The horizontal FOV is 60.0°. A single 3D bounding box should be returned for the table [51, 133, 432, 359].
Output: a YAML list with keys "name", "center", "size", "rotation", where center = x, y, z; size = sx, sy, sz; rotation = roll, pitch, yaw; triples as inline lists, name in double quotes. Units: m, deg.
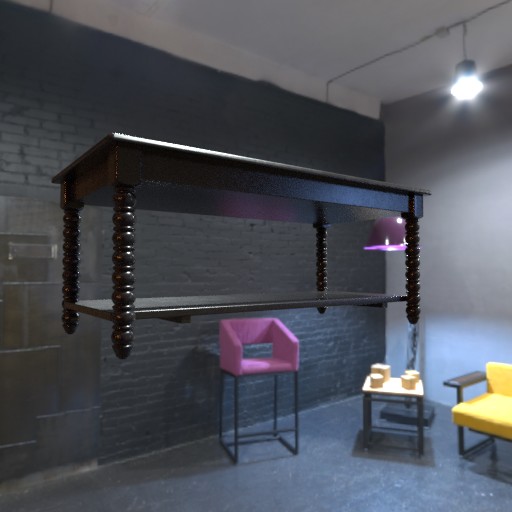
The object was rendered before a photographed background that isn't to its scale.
- name: "table"
  center: [0.000, 0.000, 1.493]
  size: [1.171, 0.487, 0.580]
  rotation: [1, -2, -36]
